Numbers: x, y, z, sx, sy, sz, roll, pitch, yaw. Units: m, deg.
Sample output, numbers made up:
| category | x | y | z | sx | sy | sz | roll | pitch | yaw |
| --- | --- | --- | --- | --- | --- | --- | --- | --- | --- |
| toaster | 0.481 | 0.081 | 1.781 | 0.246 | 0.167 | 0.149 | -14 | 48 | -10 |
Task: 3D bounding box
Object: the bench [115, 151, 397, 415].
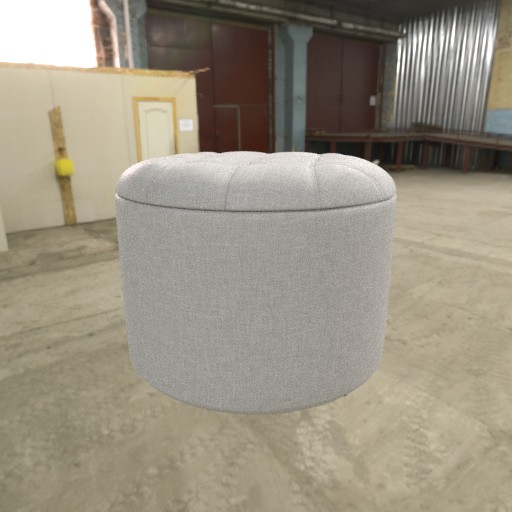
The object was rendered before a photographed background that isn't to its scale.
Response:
| category | x | y | z | sx | sy | sz | roll | pitch | yaw |
| --- | --- | --- | --- | --- | --- | --- | --- | --- | --- |
| bench | 0.000 | 0.000 | 1.024 | 0.600 | 0.453 | 0.600 | 0 | 16 | 0 |
